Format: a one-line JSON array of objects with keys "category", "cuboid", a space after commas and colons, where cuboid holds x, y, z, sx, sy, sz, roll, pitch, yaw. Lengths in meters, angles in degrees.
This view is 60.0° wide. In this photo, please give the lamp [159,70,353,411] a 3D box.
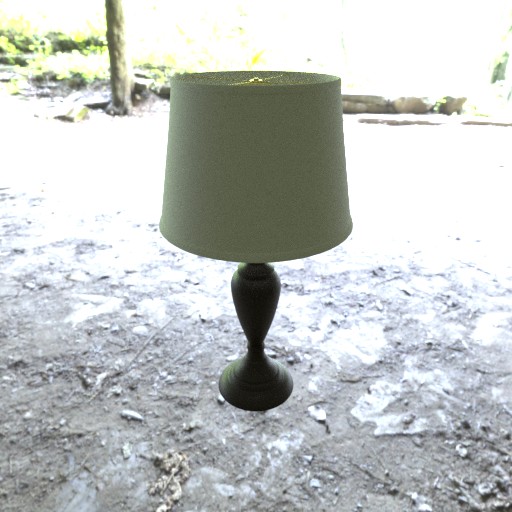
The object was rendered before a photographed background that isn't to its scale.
[{"category": "lamp", "cuboid": [0.000, 0.000, 0.812, 0.335, 0.611, 0.335, 0, 27, 0]}]
